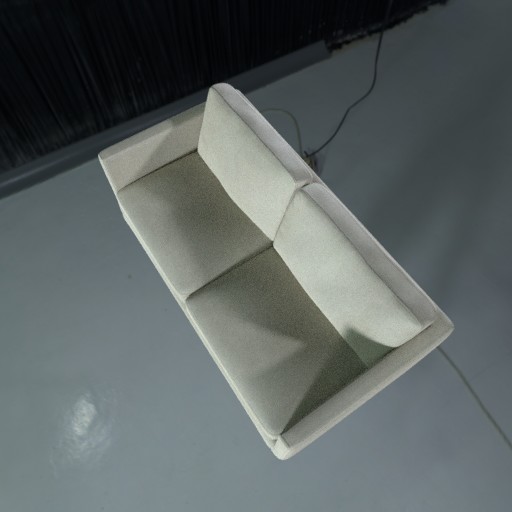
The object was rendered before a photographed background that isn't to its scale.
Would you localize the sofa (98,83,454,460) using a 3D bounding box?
[{"bbox_3d":[0.000,0.000,2.430,0.950,0.940,1.846,-31,66,-15],"label":"sofa"}]
